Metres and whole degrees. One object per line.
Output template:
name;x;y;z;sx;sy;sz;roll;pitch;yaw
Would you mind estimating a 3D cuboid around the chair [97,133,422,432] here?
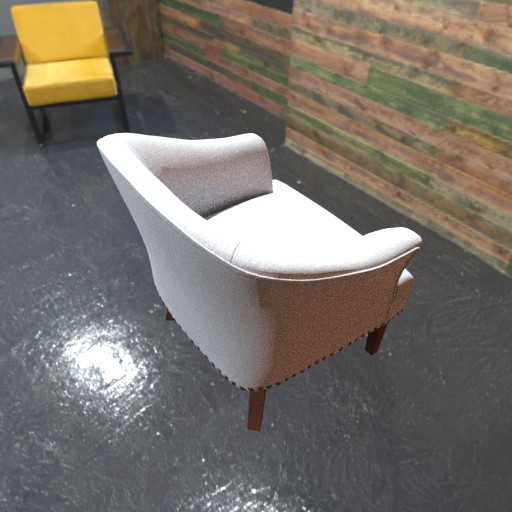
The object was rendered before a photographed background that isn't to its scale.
chair;0.000;0.000;1.402;0.704;0.815;0.798;-25;47;-26
